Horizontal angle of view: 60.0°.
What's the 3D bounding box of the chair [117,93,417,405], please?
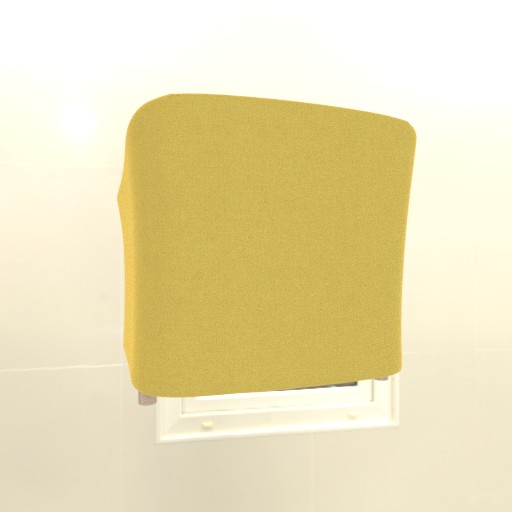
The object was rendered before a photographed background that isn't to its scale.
[{"bbox_3d":[0.000,0.000,1.341,0.790,0.720,0.700,0,0,-19],"label":"chair"}]
